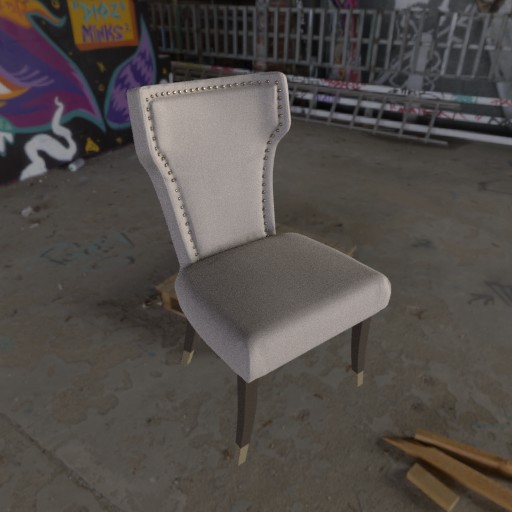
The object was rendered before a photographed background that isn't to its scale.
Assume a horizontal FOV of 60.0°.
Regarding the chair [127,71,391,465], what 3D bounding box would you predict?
[{"bbox_3d":[0.000,0.000,1.327,0.526,0.950,0.630,-21,36,-31],"label":"chair"}]
